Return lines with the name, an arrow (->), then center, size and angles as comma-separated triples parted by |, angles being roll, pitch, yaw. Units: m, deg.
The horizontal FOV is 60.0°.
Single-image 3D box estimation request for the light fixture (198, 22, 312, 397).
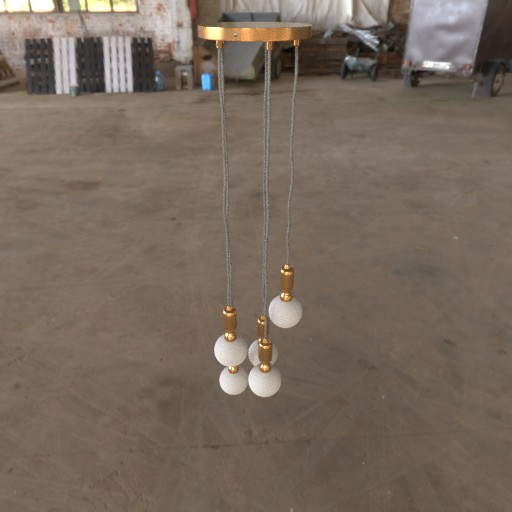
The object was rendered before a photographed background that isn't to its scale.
light fixture -> 0.000, 0.000, 0.492 | 0.108, 0.457, 0.105 | 9, 32, 15
